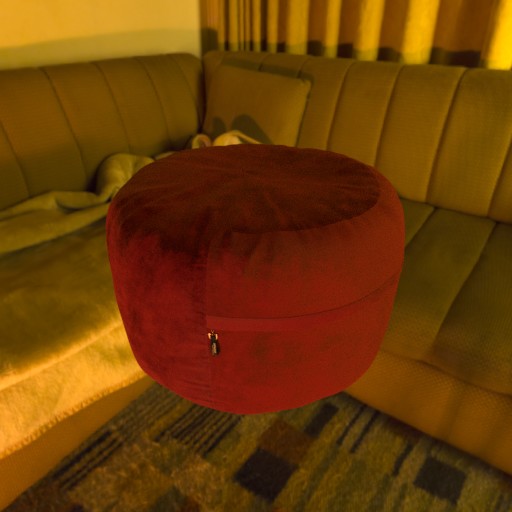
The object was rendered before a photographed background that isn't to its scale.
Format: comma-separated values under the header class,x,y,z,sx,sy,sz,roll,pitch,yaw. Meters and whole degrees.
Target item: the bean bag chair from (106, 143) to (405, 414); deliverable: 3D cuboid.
class,x,y,z,sx,sy,sz,roll,pitch,yaw
bean bag chair,0.000,0.000,1.947,1.219,0.762,1.219,0,30,0
